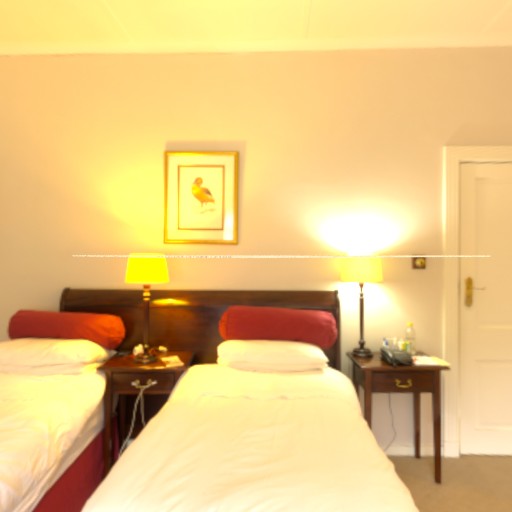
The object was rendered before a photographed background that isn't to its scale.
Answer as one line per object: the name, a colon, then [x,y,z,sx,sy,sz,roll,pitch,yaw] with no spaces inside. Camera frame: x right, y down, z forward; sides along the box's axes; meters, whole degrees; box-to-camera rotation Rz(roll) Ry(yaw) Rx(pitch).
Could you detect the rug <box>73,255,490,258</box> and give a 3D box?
rug: [0.000,0.000,4.036,2.453,0.010,3.037,0,0,-36]
